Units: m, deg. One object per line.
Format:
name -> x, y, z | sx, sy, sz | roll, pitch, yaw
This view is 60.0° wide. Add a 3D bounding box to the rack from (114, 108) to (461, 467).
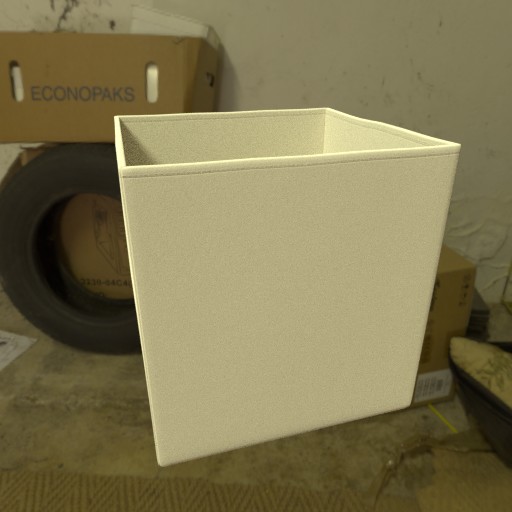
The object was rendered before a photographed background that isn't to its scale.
rack -> 0.000, 0.000, 0.493 | 0.270, 0.280, 0.270 | -7, 26, -15
